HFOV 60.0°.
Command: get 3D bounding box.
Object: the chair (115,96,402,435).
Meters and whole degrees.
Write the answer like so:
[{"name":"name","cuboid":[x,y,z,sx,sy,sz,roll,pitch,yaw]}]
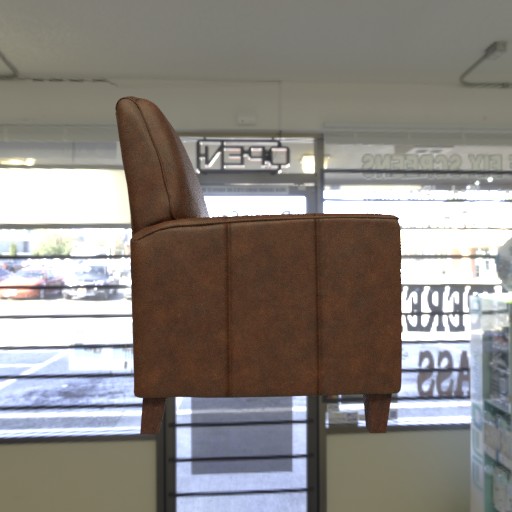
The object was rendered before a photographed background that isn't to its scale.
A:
[{"name":"chair","cuboid":[0.000,0.000,1.623,0.850,1.010,0.839,0,0,-1]}]
